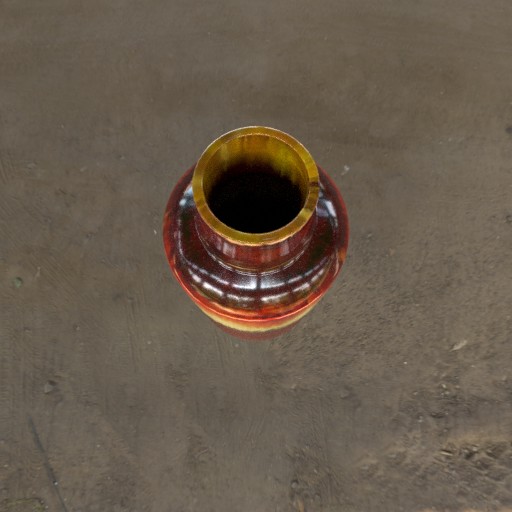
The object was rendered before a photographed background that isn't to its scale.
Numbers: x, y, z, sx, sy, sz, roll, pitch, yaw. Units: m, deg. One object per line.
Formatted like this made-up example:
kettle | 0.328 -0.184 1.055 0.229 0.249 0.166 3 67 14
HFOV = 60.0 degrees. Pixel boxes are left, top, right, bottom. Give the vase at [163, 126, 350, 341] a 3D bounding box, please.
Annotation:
vase | 0.000 0.000 0.324 0.111 0.261 0.111 0 75 0
